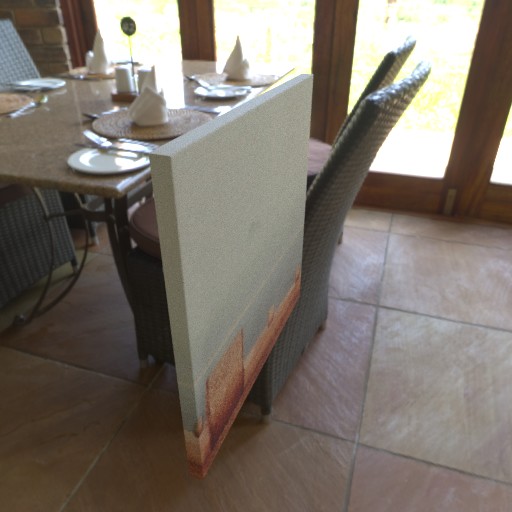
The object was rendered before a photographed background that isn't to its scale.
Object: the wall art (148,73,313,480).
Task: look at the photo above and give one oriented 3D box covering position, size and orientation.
[{"bbox_3d":[0.000,0.000,0.600,0.023,0.405,0.405,12,33,18],"label":"wall art"}]
